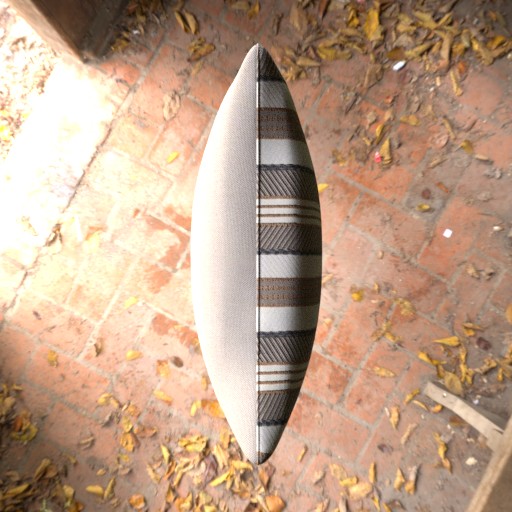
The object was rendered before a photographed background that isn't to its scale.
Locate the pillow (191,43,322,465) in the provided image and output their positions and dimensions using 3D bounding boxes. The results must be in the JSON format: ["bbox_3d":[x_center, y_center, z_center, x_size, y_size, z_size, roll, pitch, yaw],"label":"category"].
[{"bbox_3d":[0.000,0.000,0.631,0.173,0.401,0.416,0,89,-1],"label":"pillow"}]
